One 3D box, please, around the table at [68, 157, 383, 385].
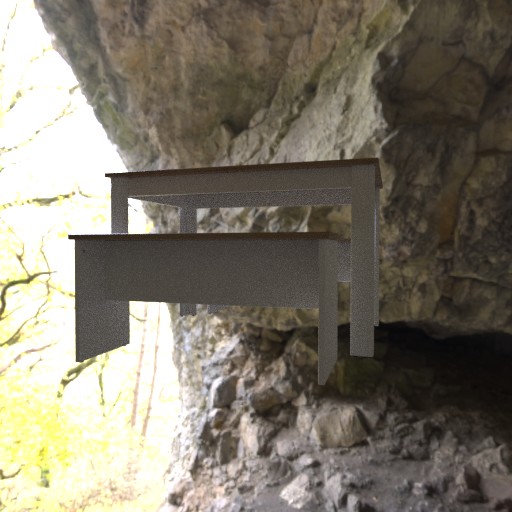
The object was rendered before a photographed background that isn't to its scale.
[{"bbox_3d":[0.000,0.000,2.035,1.100,0.700,1.443,0,1,17],"label":"table"}]
